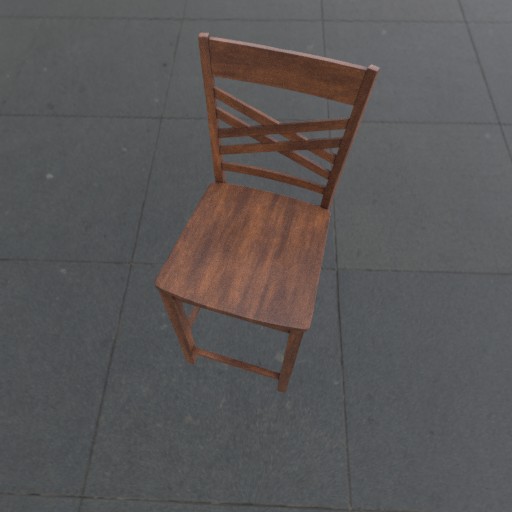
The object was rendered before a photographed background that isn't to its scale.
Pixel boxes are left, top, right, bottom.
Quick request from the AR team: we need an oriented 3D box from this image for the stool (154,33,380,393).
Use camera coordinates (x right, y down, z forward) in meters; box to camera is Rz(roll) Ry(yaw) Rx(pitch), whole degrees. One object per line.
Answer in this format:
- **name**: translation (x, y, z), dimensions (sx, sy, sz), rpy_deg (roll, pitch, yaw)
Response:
- **stool**: translation (0.000, 0.000, 1.368), dimensions (0.426, 1.098, 0.504), rpy_deg (15, 61, 9)
